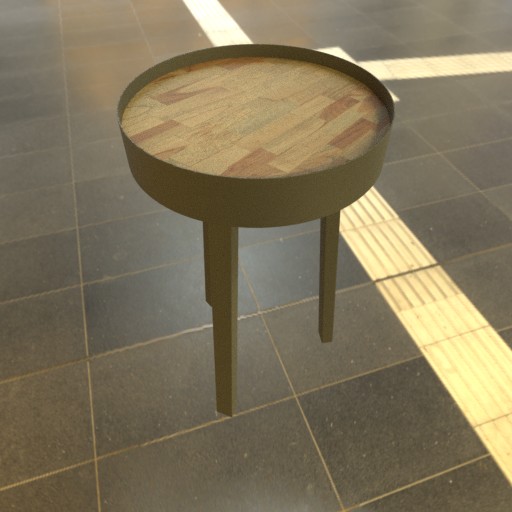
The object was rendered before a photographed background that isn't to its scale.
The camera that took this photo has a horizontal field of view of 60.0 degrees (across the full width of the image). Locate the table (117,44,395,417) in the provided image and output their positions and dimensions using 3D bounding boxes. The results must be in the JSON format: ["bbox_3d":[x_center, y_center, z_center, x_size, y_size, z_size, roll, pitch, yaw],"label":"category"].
[{"bbox_3d":[0.000,0.000,0.909,0.406,0.686,0.406,-29,53,-25],"label":"table"}]
